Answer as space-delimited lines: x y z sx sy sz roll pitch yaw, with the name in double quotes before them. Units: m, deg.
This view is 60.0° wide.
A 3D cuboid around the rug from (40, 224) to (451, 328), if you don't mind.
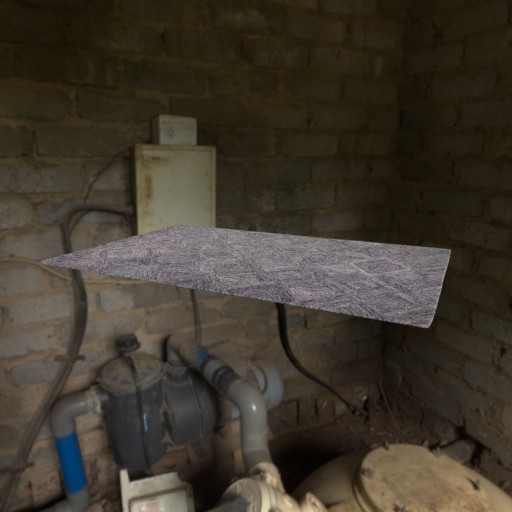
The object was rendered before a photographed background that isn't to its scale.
"rug" 0.000 0.000 2.229 1.752 0.013 1.158 7 16 25
